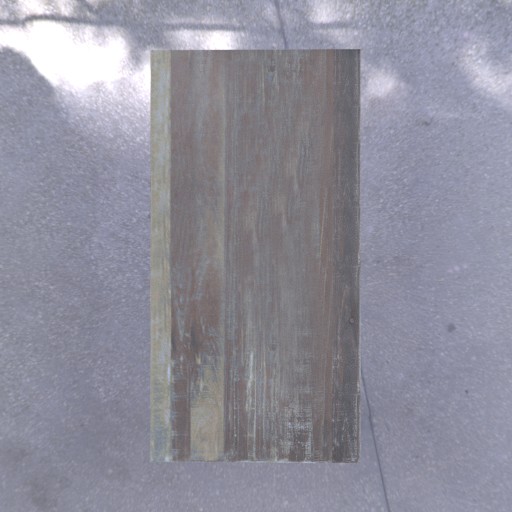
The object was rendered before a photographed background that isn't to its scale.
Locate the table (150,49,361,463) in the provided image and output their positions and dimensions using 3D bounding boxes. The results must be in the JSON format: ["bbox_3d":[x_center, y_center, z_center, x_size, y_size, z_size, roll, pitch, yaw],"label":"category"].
[{"bbox_3d":[0.000,0.000,1.367,0.554,0.399,1.088,0,90,1],"label":"table"}]
